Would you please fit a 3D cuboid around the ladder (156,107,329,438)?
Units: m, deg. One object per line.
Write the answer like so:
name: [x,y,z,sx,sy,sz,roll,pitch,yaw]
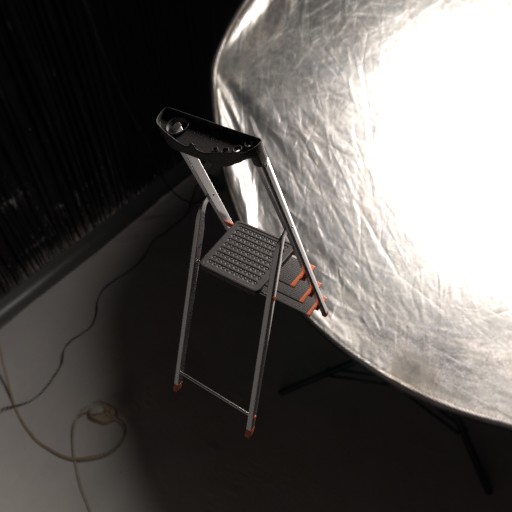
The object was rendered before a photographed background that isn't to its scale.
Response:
ladder: [0.000,0.000,1.823,0.452,1.429,0.834,25,51,21]
